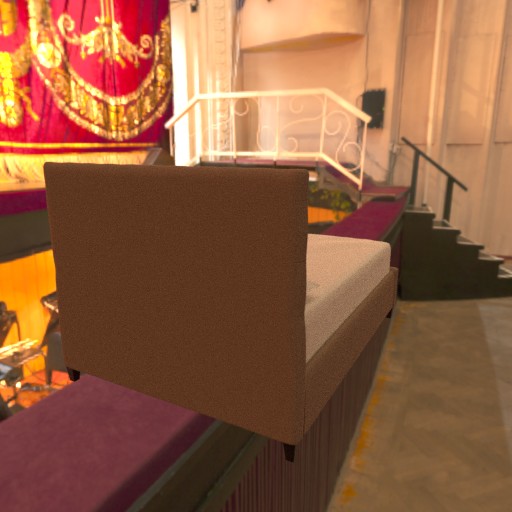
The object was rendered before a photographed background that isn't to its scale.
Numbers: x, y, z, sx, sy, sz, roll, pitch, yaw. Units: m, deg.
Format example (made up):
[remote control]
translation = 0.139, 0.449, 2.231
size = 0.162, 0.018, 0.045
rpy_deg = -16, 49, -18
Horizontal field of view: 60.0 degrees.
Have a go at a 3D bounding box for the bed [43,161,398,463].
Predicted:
[bed]
translation = 0.000, 0.000, 3.321
size = 1.696, 1.426, 2.233
rpy_deg = 8, 16, 28
